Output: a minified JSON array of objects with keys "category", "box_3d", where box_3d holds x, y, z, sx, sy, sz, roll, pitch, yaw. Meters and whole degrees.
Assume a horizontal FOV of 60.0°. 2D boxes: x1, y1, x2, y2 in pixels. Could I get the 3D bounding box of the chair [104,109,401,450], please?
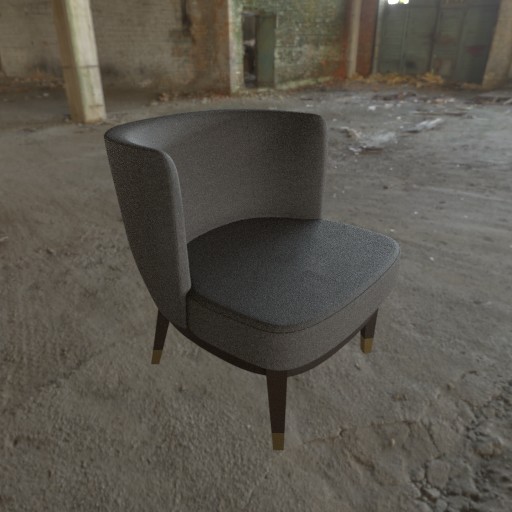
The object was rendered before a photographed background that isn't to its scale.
[{"category":"chair","box_3d":[0.000,0.000,1.242,0.698,0.695,0.639,19,32,34]}]
